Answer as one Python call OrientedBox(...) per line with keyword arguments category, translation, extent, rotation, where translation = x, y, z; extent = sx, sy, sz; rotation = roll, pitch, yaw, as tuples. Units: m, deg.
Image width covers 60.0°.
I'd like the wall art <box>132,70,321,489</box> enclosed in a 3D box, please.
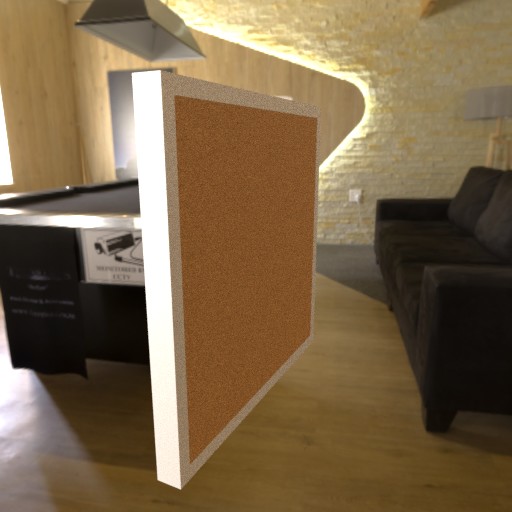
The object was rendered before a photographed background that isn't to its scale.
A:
OrientedBox(category="wall art", translation=(0.000, 0.000, 0.742), extent=(0.038, 0.508, 0.507), rotation=(7, 16, 26))
